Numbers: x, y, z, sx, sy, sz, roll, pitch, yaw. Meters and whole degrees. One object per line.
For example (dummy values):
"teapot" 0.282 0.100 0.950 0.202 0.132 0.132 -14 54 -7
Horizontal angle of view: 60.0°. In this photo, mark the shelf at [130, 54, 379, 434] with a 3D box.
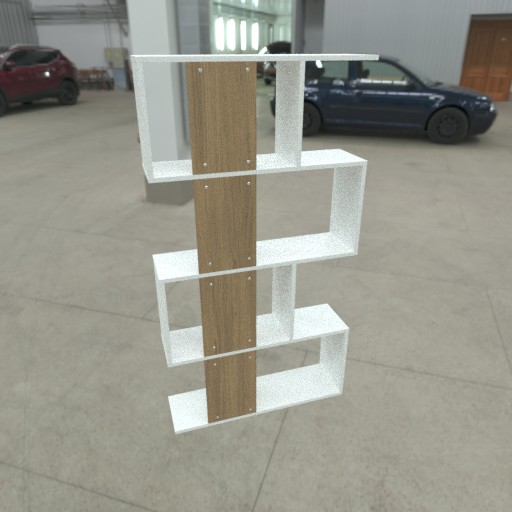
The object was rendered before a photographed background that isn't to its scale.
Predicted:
"shelf" 0.000 0.000 1.998 0.890 1.650 0.250 -8 26 -16
